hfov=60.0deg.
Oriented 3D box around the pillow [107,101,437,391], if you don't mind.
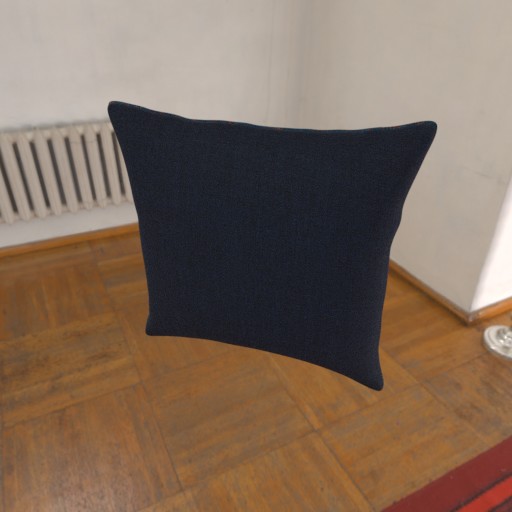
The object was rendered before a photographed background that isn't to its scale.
[{"bbox_3d":[0.000,0.000,0.661,0.431,0.431,0.141,10,33,15],"label":"pillow"}]
